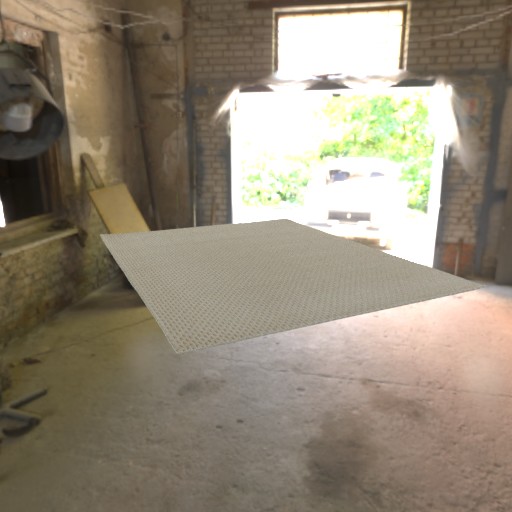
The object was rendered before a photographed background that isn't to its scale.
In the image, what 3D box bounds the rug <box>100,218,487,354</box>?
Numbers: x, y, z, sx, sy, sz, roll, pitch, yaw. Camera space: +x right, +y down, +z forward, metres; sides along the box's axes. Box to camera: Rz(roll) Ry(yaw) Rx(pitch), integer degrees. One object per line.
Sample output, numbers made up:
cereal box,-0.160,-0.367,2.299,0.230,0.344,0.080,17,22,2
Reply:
rug,0.000,0.000,3.932,2.277,0.035,2.897,-7,17,-25
